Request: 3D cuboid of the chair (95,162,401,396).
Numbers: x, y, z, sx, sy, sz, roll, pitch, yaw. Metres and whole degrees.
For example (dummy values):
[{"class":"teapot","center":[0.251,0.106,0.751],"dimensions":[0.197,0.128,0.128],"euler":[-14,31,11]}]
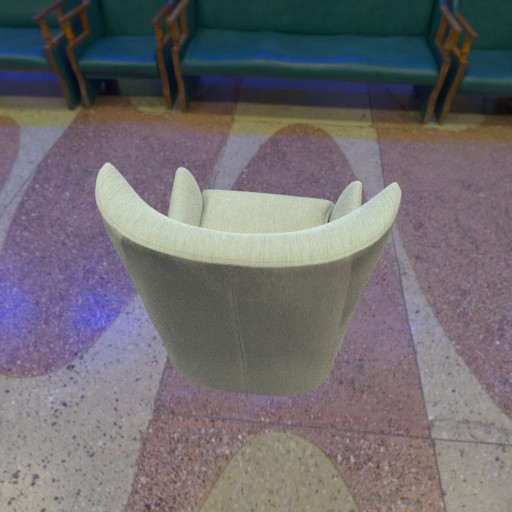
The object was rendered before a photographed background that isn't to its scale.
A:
[{"class":"chair","center":[0.000,0.000,1.615],"dimensions":[0.779,1.000,0.904],"euler":[5,47,5]}]
